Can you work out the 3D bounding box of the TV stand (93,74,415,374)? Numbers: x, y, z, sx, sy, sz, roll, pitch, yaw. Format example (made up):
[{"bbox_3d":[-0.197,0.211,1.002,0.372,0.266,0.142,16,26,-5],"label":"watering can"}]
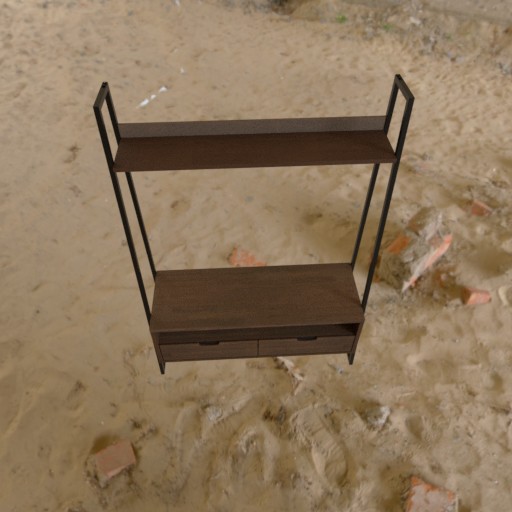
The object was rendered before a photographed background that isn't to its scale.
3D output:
[{"bbox_3d":[0.000,0.000,2.369,1.250,1.772,0.432,-2,48,-2],"label":"TV stand"}]
